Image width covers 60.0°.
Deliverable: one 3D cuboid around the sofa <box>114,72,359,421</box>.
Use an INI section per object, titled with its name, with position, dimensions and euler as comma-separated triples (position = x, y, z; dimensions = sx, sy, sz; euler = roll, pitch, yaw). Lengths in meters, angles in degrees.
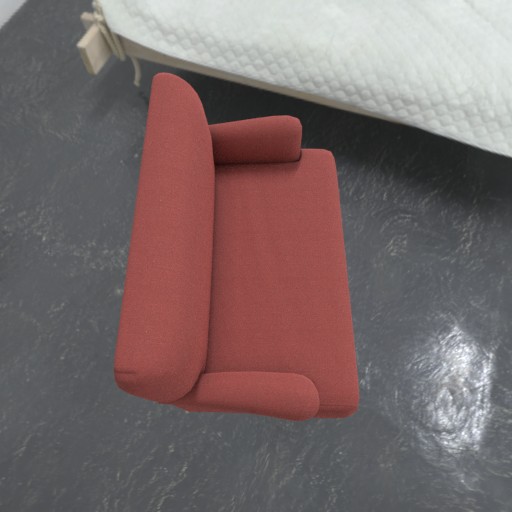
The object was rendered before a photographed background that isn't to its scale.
[sofa]
position = 0.000, 0.000, 1.822
dimensions = 0.779, 0.889, 1.297
euler = 0, 64, 0
